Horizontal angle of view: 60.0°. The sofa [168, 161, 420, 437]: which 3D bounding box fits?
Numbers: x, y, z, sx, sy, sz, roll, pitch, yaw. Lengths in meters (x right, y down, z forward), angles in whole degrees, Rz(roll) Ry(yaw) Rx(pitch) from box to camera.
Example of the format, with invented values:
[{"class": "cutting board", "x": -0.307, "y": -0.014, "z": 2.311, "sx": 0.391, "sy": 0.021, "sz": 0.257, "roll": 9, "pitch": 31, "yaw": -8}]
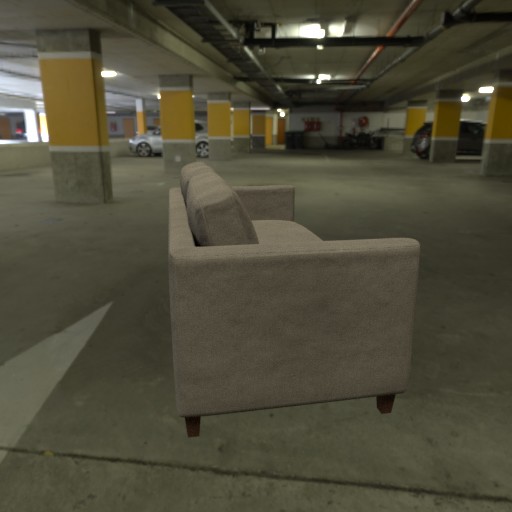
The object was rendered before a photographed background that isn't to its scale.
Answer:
[{"class": "sofa", "x": 0.000, "y": 0.000, "z": 2.491, "sx": 0.950, "sy": 0.963, "sz": 1.884, "roll": -3, "pitch": 16, "yaw": -10}]
